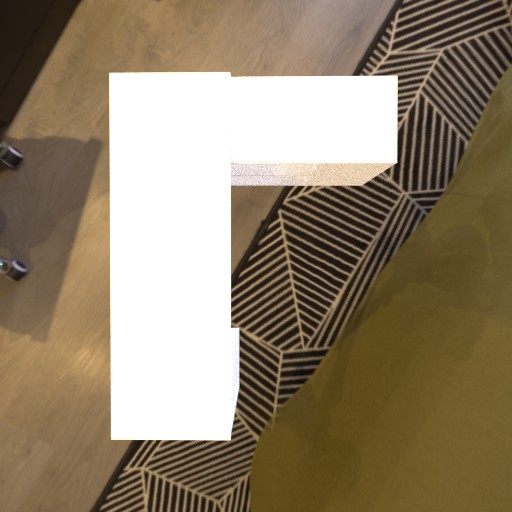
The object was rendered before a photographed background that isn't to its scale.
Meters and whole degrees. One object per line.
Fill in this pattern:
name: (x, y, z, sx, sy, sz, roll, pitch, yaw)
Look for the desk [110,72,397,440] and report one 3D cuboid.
desk: (0.000, 0.000, 2.215, 1.199, 0.759, 1.524, 0, 91, 1)
